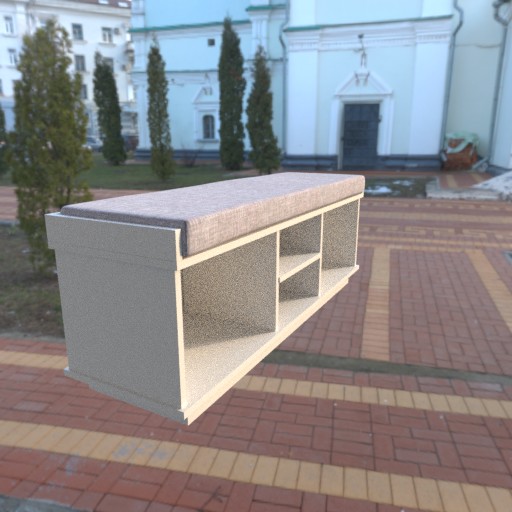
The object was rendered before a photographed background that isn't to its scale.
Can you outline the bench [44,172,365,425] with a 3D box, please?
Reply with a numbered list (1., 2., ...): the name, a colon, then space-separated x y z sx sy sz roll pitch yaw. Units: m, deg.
1. bench: 0.000 0.000 1.412 0.363 0.453 1.196 8 17 28
